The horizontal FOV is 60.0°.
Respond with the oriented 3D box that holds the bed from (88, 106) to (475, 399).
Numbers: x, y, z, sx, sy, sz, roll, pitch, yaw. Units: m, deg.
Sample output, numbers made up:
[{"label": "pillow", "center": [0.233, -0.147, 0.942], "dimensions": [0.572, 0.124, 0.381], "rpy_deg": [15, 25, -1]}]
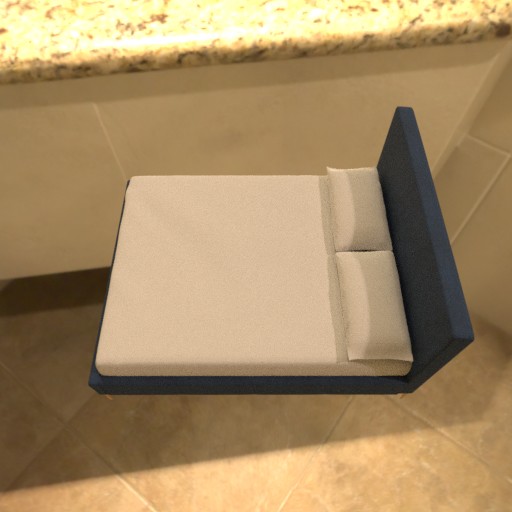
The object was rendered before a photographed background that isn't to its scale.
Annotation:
[{"label": "bed", "center": [0.000, 0.000, 3.129], "dimensions": [2.172, 1.231, 1.723], "rpy_deg": [0, 59, 0]}]
